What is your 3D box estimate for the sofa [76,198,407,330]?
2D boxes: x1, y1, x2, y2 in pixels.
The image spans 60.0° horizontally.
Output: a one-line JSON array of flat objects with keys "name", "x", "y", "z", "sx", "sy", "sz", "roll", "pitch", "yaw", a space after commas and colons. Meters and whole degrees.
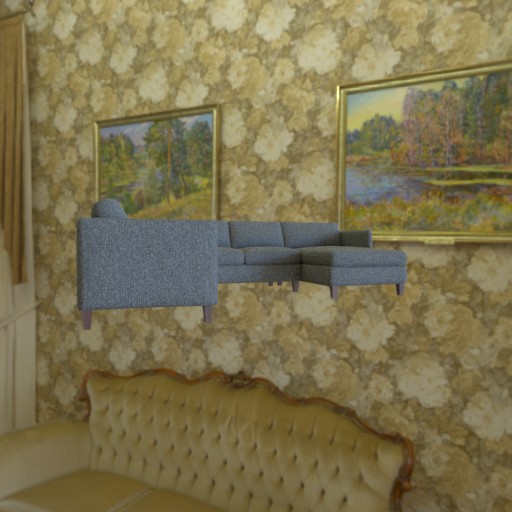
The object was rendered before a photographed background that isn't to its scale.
[{"name": "sofa", "x": 0.000, "y": 0.000, "z": 4.450, "sx": 3.238, "sy": 0.853, "sz": 2.551, "roll": -1, "pitch": 2, "yaw": -19}]
